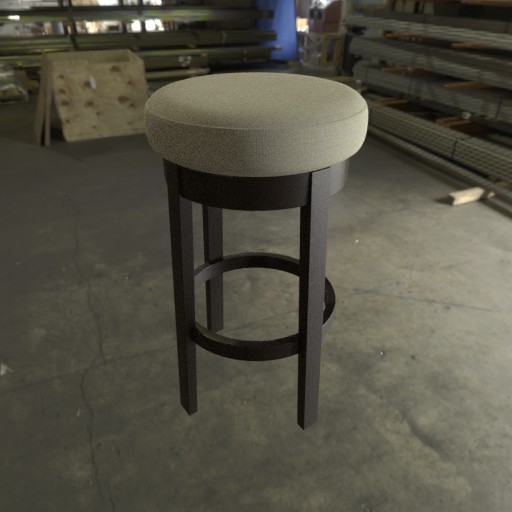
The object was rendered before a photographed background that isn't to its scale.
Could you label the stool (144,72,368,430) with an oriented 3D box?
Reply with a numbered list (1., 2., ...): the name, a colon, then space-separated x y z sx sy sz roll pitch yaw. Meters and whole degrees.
1. stool: 0.000 0.000 1.035 0.446 0.758 0.446 0 32 0
